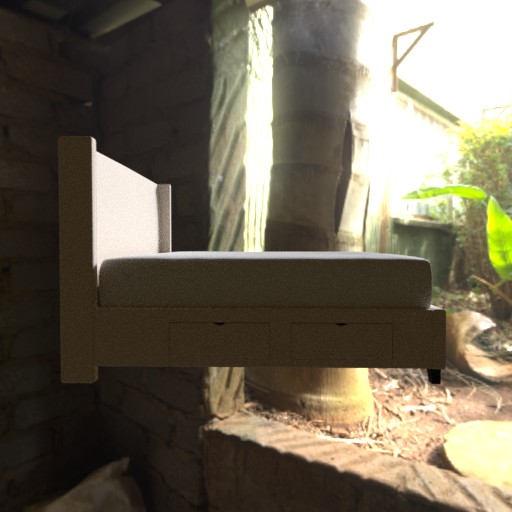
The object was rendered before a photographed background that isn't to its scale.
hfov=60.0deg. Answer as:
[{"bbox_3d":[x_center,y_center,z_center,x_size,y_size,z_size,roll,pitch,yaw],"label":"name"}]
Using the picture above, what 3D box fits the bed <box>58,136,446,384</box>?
[{"bbox_3d":[0.000,0.000,3.663,2.293,1.471,2.145,0,2,2],"label":"bed"}]
